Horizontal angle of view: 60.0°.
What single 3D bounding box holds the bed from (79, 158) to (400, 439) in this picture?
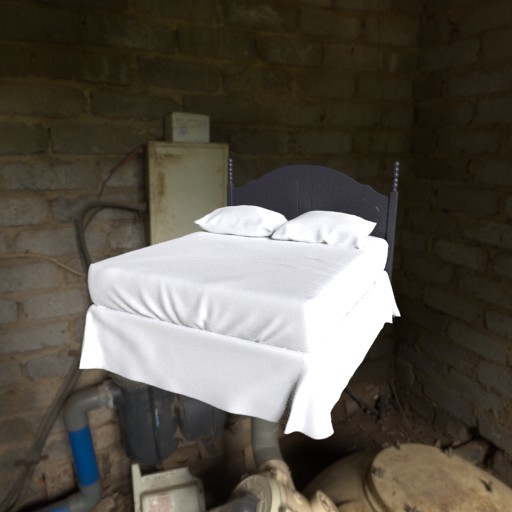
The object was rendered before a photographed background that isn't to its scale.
[{"bbox_3d":[0.000,0.000,3.333,1.873,1.356,2.040,7,16,27],"label":"bed"}]
